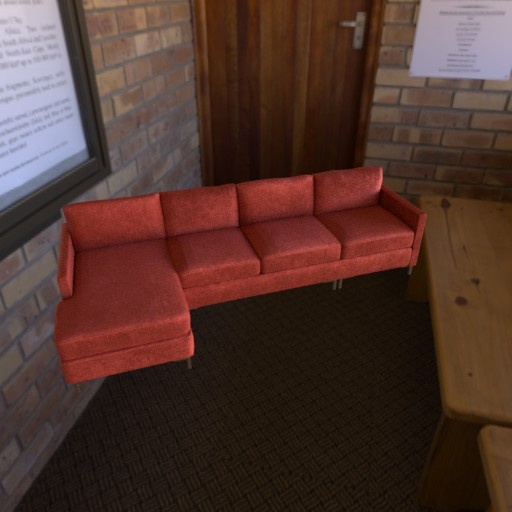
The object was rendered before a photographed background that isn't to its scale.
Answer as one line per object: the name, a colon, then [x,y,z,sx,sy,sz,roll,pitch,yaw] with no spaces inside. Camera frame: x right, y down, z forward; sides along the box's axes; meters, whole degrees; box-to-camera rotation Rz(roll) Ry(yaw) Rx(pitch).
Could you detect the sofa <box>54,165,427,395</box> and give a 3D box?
sofa: [0.000,0.000,4.077,3.400,0.967,1.500,-10,33,-15]
